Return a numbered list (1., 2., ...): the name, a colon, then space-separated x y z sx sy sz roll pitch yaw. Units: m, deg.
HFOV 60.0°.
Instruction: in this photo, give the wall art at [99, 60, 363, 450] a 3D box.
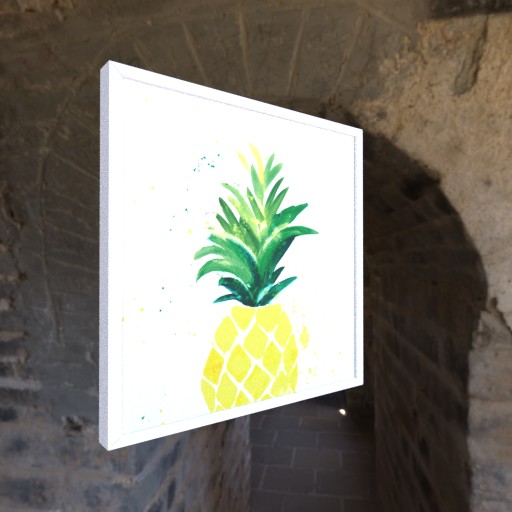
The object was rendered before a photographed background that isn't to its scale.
1. wall art: 0.000 0.000 0.743 0.508 0.507 0.035 0 -1 -37
